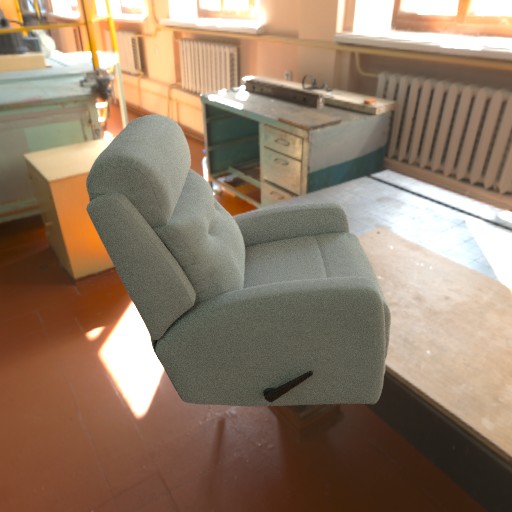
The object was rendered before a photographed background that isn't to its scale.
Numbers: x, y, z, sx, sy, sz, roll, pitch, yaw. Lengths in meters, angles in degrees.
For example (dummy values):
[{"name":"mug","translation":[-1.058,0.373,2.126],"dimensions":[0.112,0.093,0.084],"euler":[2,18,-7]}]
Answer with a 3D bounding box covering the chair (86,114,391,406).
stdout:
[{"name":"chair","translation":[0.000,0.000,1.763],"dimensions":[1.043,1.013,0.798],"euler":[0,30,0]}]
